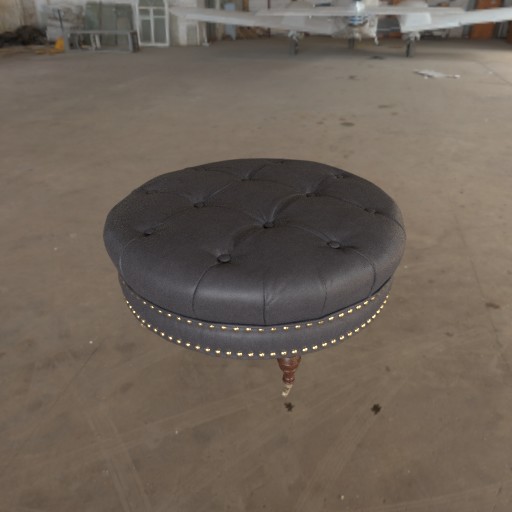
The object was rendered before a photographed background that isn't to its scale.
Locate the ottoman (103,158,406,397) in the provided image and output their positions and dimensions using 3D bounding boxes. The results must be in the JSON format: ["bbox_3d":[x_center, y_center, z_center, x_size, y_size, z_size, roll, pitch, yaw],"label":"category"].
[{"bbox_3d":[0.000,0.000,1.427,0.901,0.439,0.901,0,30,0],"label":"ottoman"}]
